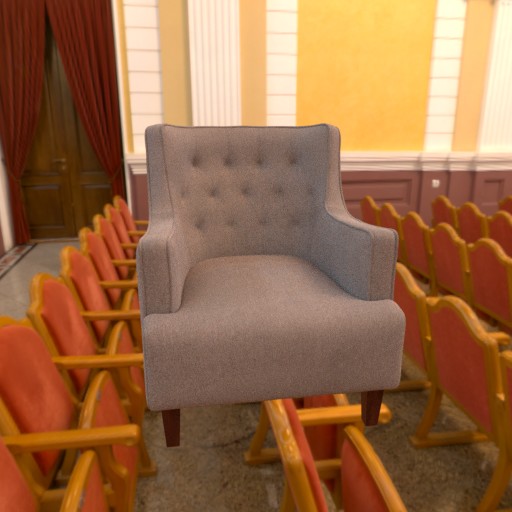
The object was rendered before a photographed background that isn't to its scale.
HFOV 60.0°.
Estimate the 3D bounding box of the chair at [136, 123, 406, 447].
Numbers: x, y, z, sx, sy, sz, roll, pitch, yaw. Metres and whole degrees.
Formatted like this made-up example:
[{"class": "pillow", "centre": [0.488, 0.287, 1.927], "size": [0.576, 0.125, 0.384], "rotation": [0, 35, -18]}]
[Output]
[{"class": "chair", "centre": [0.000, 0.000, 1.599], "size": [0.781, 0.919, 0.910], "rotation": [-3, 17, -8]}]
